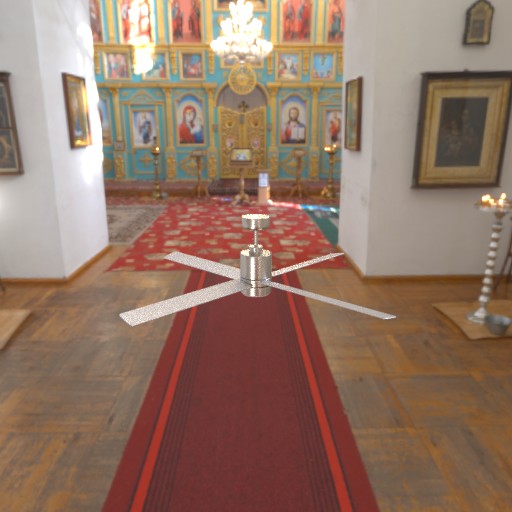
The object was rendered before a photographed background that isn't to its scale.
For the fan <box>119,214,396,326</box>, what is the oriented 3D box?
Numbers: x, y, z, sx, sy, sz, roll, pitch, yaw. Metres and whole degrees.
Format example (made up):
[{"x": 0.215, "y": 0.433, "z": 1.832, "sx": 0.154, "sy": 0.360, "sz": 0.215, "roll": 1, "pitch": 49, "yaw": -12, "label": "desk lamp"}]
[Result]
[{"x": 0.000, "y": 0.000, "z": 1.972, "sx": 1.322, "sy": 0.355, "sz": 1.322, "roll": 13, "pitch": 20, "yaw": 42, "label": "fan"}]
